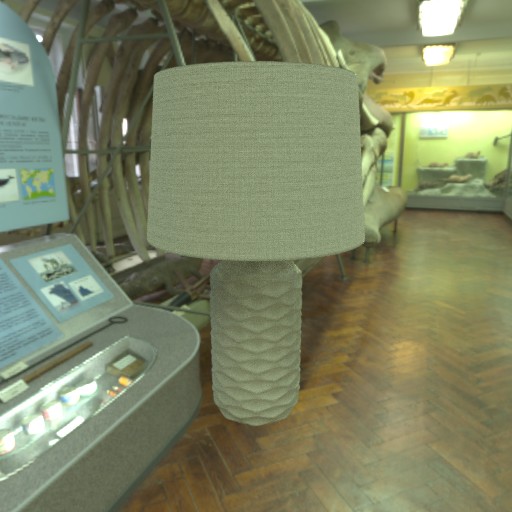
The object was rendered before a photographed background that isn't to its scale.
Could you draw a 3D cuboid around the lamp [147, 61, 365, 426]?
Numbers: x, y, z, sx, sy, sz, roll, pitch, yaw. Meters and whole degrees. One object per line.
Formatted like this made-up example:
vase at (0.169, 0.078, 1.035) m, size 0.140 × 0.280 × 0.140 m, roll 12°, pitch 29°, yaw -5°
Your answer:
lamp at (0.000, 0.000, 0.794) m, size 0.376 × 0.594 × 0.376 m, roll 0°, pitch 14°, yaw 0°
